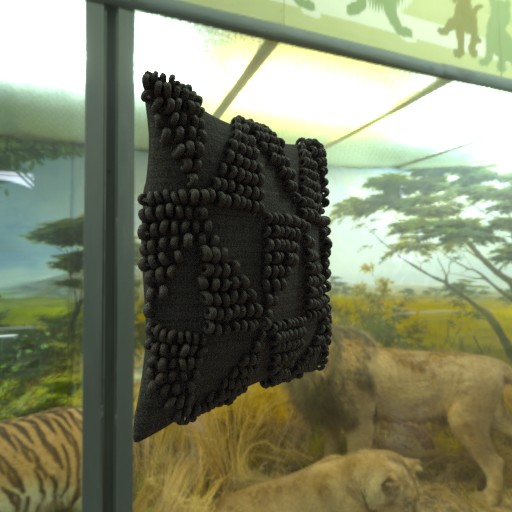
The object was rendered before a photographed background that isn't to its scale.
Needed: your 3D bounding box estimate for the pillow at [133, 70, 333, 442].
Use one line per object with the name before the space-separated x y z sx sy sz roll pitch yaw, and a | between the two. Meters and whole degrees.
pillow | 0.000 0.000 0.729 0.172 0.467 0.470 -1 -1 37
